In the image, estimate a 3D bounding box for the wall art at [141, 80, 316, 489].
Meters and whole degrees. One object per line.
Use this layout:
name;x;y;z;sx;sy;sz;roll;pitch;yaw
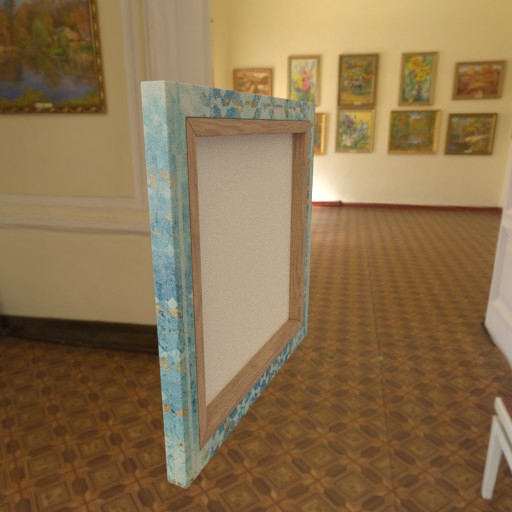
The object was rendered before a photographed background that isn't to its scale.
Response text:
wall art;0.000;0.000;0.894;0.040;0.609;0.609;7;18;24
